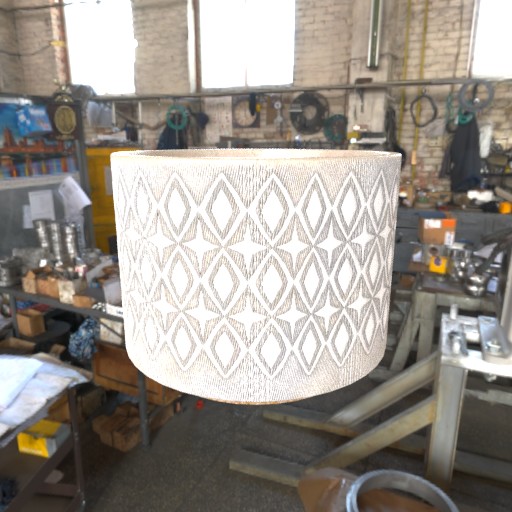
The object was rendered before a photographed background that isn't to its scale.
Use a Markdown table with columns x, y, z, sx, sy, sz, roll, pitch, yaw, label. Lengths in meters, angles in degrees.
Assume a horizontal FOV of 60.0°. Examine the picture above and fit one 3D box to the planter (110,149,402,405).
| x | y | z | sx | sy | sz | roll | pitch | yaw | label |
| --- | --- | --- | --- | --- | --- | --- | --- | --- | --- |
| 0.000 | 0.000 | 0.278 | 0.164 | 0.127 | 0.164 | 0 | 15 | 0 | planter |
